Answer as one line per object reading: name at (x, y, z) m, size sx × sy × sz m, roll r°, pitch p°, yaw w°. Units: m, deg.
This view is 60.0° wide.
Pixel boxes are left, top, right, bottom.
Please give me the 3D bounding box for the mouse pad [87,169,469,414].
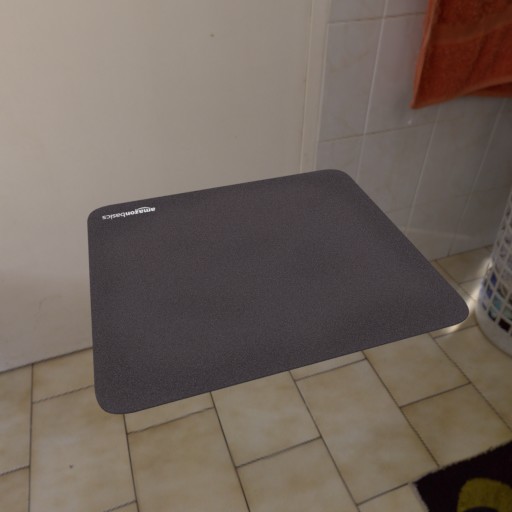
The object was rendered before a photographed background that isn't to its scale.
mouse pad at (0.000, 0.000, 0.437) m, size 0.315 × 0.002 × 0.269 m, roll -12°, pitch 42°, yaw -13°
